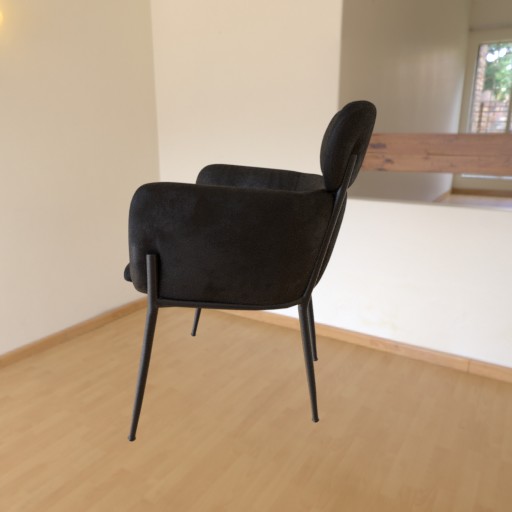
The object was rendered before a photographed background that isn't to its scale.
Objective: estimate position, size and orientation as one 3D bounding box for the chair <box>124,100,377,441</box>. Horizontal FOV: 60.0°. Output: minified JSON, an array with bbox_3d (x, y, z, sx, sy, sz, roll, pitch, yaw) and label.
[{"bbox_3d":[0.000,0.000,1.265,0.604,0.818,0.640,2,16,7],"label":"chair"}]
